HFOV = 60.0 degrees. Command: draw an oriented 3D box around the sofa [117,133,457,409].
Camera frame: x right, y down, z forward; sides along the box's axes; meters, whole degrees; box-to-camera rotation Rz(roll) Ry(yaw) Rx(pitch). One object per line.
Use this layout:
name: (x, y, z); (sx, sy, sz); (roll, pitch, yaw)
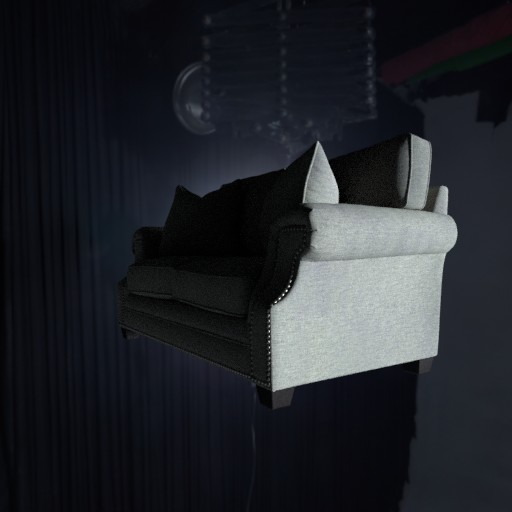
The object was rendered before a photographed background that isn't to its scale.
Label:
sofa: (0.000, 0.000, 2.253); (0.966, 0.966, 1.701); (0, 0, -34)
